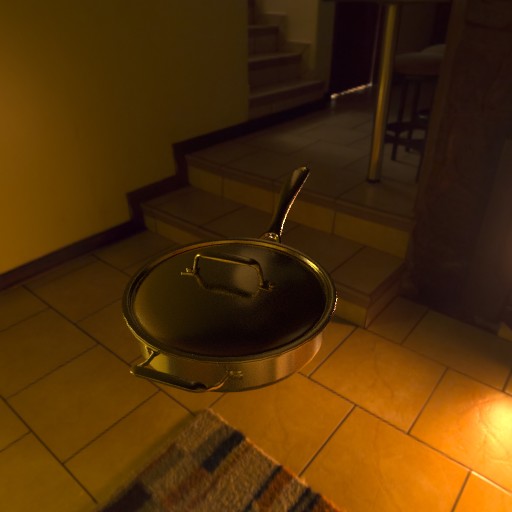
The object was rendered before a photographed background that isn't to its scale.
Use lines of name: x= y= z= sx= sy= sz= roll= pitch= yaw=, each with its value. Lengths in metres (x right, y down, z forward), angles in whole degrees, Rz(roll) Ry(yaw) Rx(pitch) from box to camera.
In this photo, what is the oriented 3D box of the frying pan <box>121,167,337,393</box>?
frying pan: x=0.000 y=0.000 z=0.673 sx=0.280 sy=0.114 sz=0.561 roll=10 pitch=32 yaw=17
